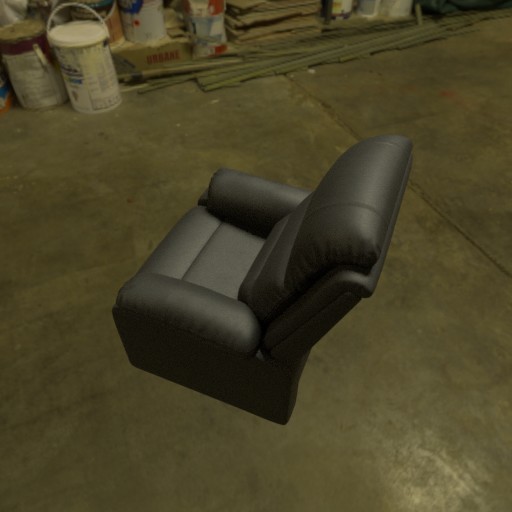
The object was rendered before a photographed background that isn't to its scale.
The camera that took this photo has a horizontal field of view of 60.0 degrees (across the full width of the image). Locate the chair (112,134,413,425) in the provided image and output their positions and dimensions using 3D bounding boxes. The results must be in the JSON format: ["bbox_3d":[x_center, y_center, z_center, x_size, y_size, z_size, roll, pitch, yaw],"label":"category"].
[{"bbox_3d":[0.000,0.000,1.701,0.919,0.992,0.855,16,48,15],"label":"chair"}]
